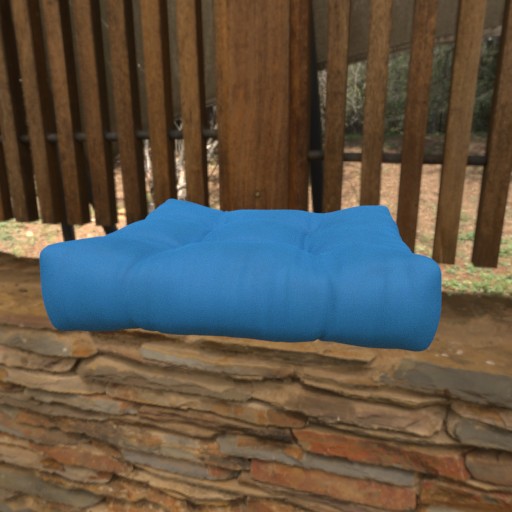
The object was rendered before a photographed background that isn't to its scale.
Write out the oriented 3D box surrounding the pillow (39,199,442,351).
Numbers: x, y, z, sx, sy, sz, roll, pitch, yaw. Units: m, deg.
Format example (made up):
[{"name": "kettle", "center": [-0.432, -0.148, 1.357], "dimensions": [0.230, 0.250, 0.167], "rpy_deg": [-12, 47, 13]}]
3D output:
[{"name": "pillow", "center": [0.000, 0.000, 0.731], "dimensions": [0.490, 0.128, 0.468], "rpy_deg": [2, 15, 9]}]
